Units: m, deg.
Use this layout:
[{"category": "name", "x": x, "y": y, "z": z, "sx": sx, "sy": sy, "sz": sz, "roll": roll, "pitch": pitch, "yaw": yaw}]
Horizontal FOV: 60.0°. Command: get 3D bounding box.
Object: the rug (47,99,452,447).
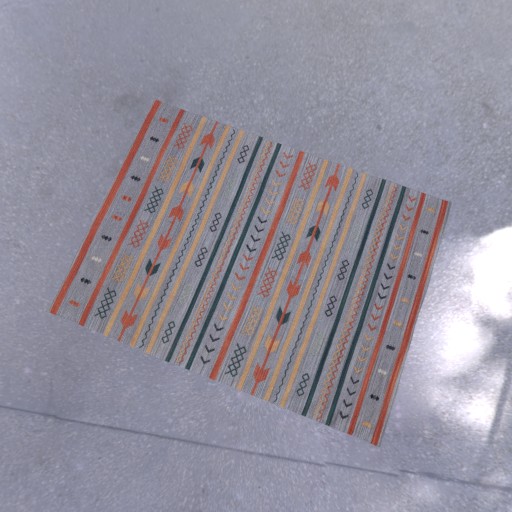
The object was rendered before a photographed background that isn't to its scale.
[{"category": "rug", "x": 0.000, "y": 0.000, "z": 3.974, "sx": 3.029, "sy": 0.022, "sz": 2.263, "roll": 21, "pitch": 77, "yaw": 5}]
